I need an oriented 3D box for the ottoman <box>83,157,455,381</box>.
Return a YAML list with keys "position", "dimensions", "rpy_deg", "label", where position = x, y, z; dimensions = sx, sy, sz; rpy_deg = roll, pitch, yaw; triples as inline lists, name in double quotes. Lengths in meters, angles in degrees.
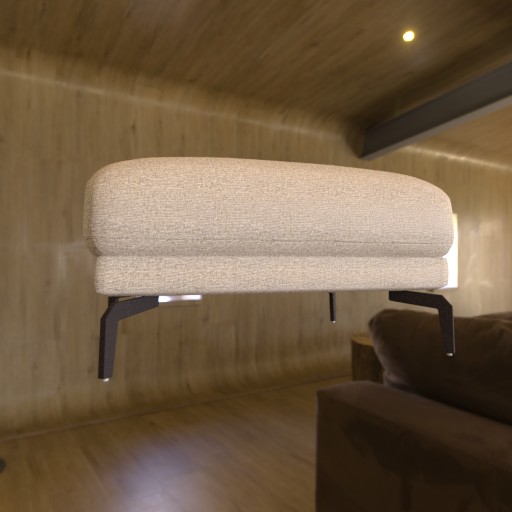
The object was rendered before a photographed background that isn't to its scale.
- position: [0.000, 0.000, 1.091]
  dimensions: [0.772, 0.420, 0.568]
  rpy_deg: [0, -1, -17]
  label: "ottoman"
